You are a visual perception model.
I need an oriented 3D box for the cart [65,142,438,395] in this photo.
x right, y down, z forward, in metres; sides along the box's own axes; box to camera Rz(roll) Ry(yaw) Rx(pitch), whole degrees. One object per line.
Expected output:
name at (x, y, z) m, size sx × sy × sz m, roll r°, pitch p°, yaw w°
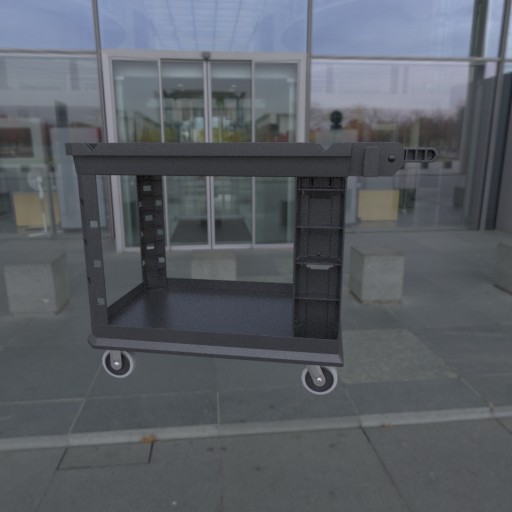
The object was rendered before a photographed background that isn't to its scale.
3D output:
cart at (0.000, 0.000, 1.793) m, size 1.239 × 0.884 × 0.674 m, roll 2°, pitch 14°, yaw 9°
